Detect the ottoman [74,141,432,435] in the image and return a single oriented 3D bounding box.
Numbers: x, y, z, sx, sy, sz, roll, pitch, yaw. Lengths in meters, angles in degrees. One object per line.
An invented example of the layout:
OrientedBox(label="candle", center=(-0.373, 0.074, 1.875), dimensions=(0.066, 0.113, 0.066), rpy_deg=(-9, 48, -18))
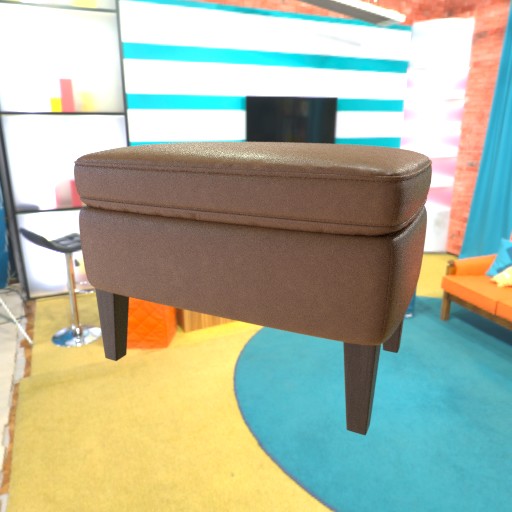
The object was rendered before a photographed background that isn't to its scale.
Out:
OrientedBox(label="ottoman", center=(0.000, 0.000, 0.971), dimensions=(0.670, 0.480, 0.420), rpy_deg=(8, 18, 25))
